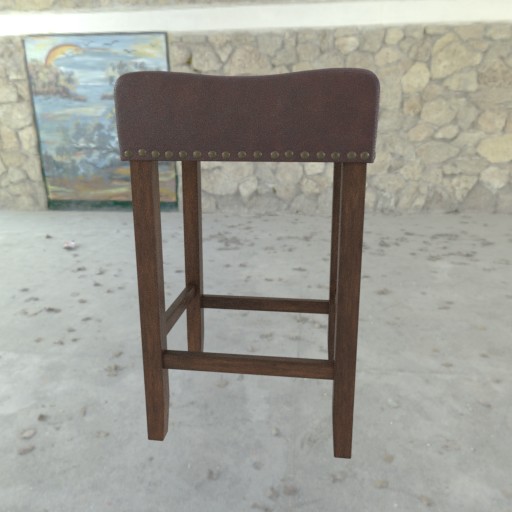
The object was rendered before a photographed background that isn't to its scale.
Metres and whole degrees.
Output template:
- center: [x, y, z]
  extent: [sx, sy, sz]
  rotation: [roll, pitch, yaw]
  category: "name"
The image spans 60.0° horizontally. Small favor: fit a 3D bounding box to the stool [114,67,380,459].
- center: [0.000, 0.000, 1.036]
  extent: [0.465, 0.769, 0.401]
  rotation: [2, 16, 7]
  category: "stool"
